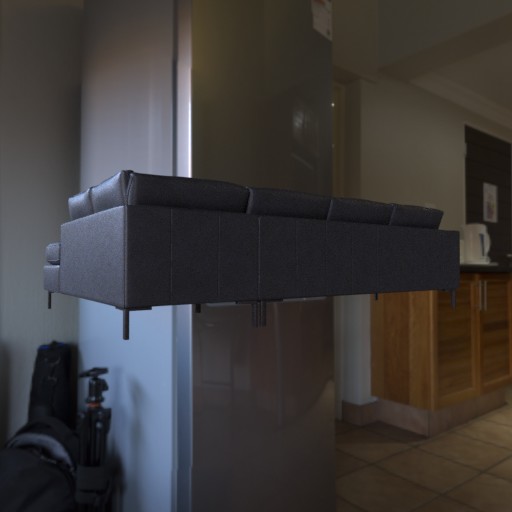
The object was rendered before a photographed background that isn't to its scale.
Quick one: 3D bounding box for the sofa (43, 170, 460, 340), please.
[{"bbox_3d":[0.000,0.000,3.767,2.984,0.877,1.938,1,-1,-35],"label":"sofa"}]
